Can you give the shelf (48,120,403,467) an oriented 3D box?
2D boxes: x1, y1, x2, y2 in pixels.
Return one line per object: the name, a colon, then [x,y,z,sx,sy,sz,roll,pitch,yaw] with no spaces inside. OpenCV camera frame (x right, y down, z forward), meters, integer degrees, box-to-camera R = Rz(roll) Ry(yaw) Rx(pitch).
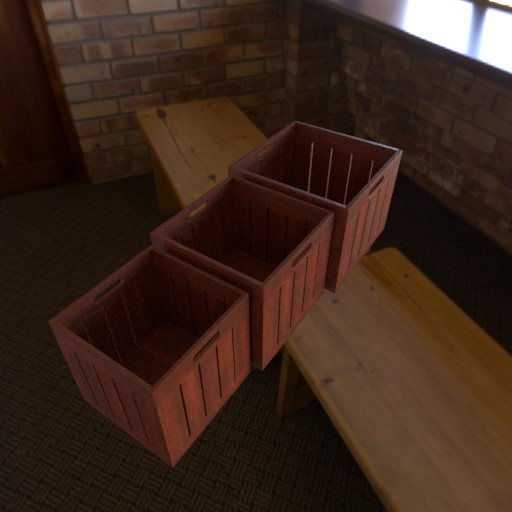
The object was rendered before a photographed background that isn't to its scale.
shelf: [0.000,0.000,1.251,0.393,0.311,1.064,24,46,25]
